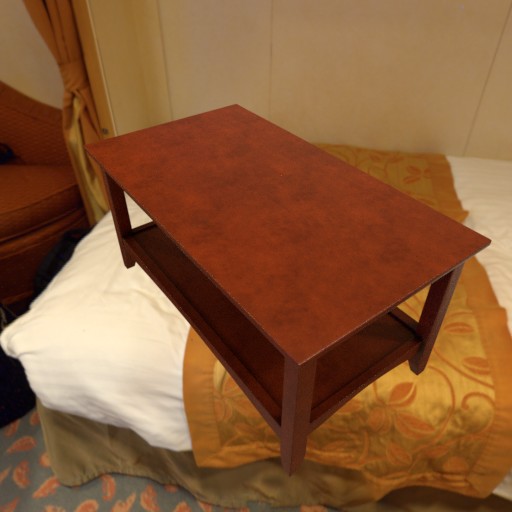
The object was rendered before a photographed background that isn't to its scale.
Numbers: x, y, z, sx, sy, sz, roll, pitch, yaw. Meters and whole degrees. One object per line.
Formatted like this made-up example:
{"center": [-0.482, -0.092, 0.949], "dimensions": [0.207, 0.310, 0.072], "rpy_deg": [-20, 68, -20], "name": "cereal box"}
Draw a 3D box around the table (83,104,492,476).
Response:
{"center": [0.000, 0.000, 1.241], "dimensions": [0.533, 0.456, 0.943], "rpy_deg": [-25, 46, -27], "name": "table"}
